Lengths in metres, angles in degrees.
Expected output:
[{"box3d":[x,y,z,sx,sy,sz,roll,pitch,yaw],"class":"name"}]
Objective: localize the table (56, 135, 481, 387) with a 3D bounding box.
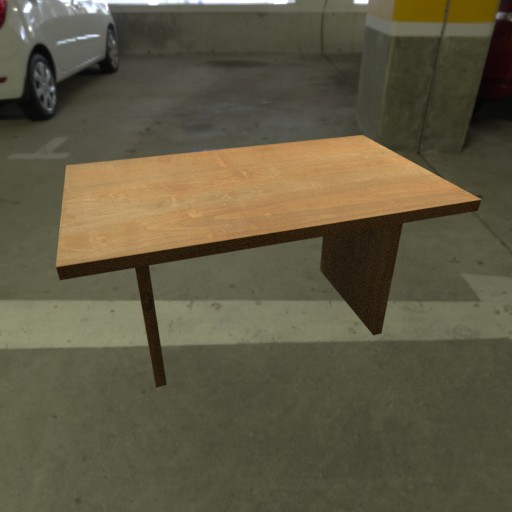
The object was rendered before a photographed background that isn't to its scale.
[{"box3d":[0.000,0.000,2.164,1.609,0.780,0.946,-10,33,-15],"class":"table"}]
